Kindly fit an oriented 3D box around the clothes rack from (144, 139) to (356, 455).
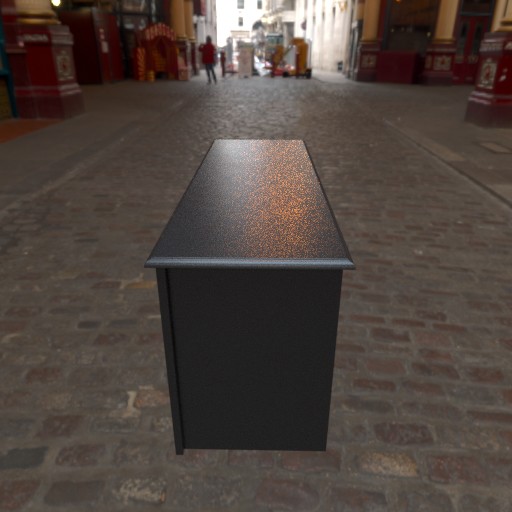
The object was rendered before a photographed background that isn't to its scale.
[{"bbox_3d":[0.000,0.000,1.513,0.406,0.556,1.219,1,25,1],"label":"clothes rack"}]
